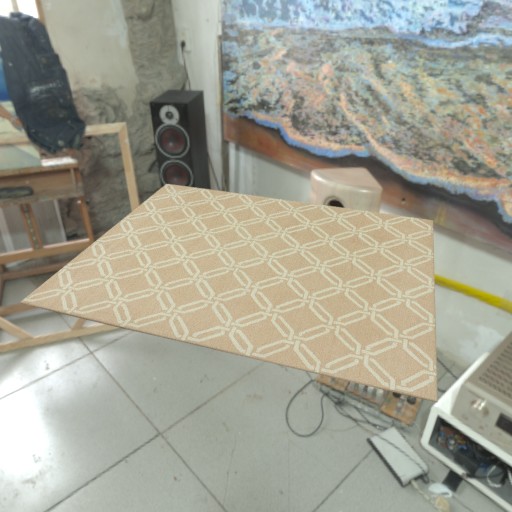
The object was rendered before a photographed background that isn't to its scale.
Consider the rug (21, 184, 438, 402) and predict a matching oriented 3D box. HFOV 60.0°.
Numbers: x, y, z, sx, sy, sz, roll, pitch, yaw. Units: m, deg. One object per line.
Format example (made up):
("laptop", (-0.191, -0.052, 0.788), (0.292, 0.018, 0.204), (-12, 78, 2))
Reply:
("rug", (0.000, 0.000, 3.791), (2.895, 0.018, 2.288), (10, 34, 15))
